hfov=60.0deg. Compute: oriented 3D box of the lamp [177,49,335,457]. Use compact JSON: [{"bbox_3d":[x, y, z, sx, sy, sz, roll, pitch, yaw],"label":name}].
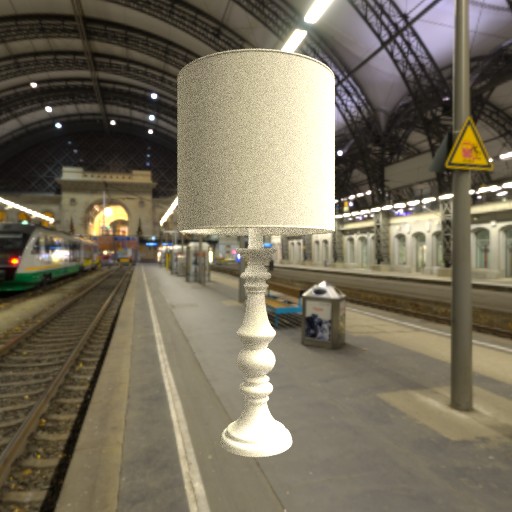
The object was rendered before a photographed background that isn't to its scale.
[{"bbox_3d":[0.000,0.000,0.715,0.250,0.597,0.250,0,0,-36],"label":"lamp"}]
